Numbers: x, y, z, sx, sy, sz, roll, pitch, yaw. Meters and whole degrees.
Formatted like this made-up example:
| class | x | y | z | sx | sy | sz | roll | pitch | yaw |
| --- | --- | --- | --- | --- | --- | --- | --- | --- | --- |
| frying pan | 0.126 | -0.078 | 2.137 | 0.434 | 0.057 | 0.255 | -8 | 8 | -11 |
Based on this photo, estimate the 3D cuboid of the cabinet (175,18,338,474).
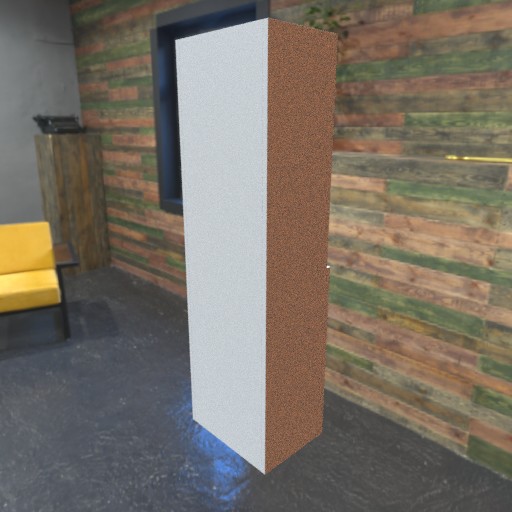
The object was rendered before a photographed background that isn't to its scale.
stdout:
| class | x | y | z | sx | sy | sz | roll | pitch | yaw |
| --- | --- | --- | --- | --- | --- | --- | --- | --- | --- |
| cabinet | 0.000 | 0.000 | 1.504 | 0.300 | 1.350 | 0.400 | -15 | 22 | -41 |
